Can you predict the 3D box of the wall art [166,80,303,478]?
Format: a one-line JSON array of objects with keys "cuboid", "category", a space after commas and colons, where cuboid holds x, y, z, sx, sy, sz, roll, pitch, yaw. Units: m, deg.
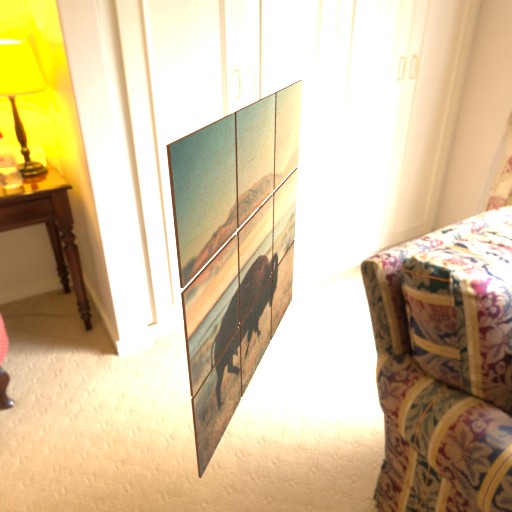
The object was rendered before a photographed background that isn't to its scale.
[{"cuboid": [0.000, 0.000, 2.298, 0.019, 1.532, 1.533, 10, 30, 17], "category": "wall art"}]
